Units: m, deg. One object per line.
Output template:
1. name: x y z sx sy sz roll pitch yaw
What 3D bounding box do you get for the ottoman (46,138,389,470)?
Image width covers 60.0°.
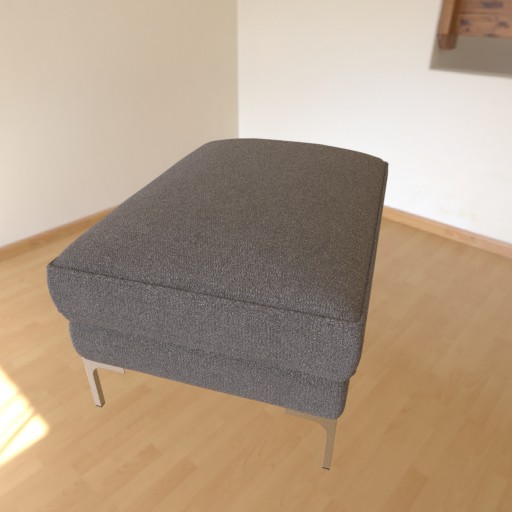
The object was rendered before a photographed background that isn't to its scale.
1. ottoman: 0.000 0.000 1.131 0.583 0.464 0.785 9 32 15
